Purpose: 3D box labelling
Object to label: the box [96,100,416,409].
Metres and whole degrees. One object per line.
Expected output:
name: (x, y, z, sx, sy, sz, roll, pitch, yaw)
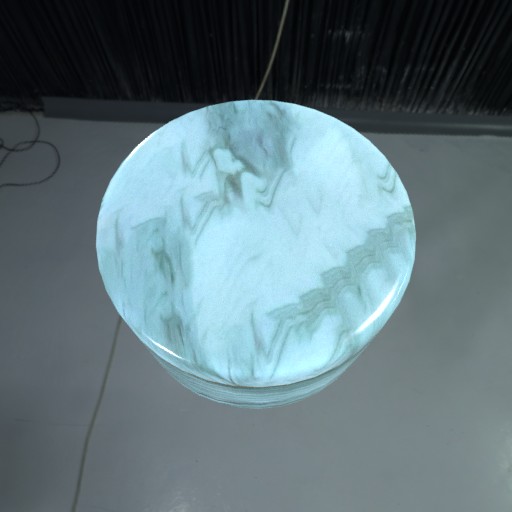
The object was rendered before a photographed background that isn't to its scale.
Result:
box: (0.000, 0.000, 0.165, 0.101, 0.063, 0.101, 0, 63, 0)
